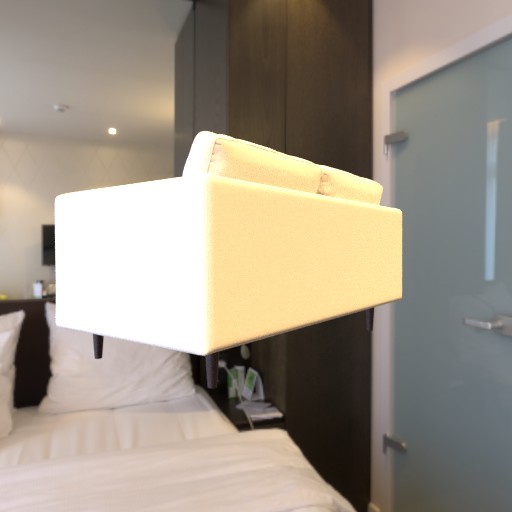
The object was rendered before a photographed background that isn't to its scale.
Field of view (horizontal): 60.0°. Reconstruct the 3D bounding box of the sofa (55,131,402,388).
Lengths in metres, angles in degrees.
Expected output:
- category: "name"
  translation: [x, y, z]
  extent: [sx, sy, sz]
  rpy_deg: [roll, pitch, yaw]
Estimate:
- category: "sofa"
  translation: [0.000, 0.000, 2.275]
  extent: [0.940, 0.893, 1.713]
  rpy_deg: [1, 1, 37]
